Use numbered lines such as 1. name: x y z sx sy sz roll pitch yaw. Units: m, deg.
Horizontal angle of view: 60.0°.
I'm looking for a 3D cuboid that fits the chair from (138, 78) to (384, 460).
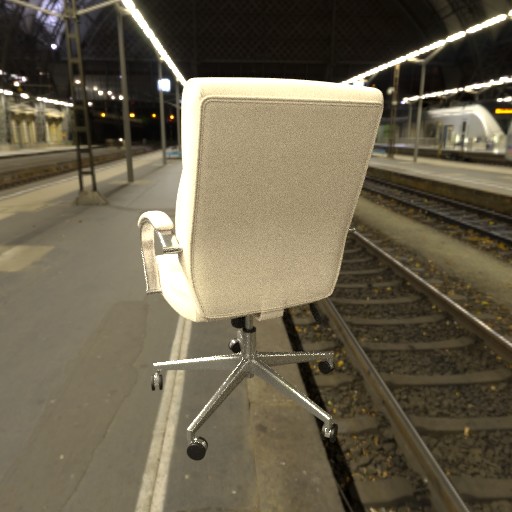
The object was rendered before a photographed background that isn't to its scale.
1. chair: 0.000 0.000 1.556 0.727 1.099 0.745 -7 17 -25
